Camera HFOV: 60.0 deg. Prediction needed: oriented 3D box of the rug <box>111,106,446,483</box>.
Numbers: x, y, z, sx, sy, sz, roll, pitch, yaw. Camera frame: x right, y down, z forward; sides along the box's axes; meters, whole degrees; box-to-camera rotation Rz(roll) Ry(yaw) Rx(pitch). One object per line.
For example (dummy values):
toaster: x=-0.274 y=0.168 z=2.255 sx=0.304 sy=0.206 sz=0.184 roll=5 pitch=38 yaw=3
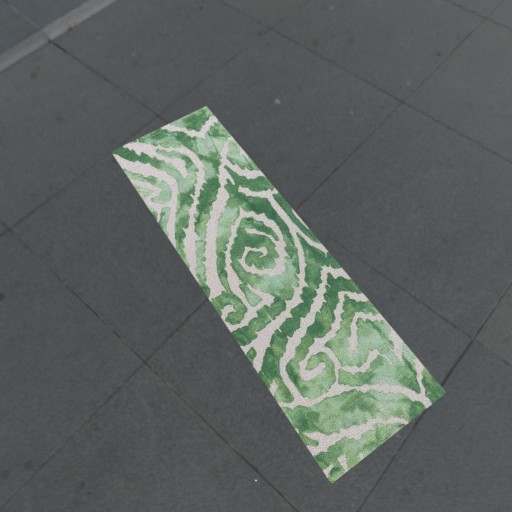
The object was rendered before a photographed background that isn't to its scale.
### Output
rug: x=0.000 y=0.000 z=2.679 sx=0.761 sy=0.006 sz=2.438 roll=-31 pitch=67 yaw=-15
